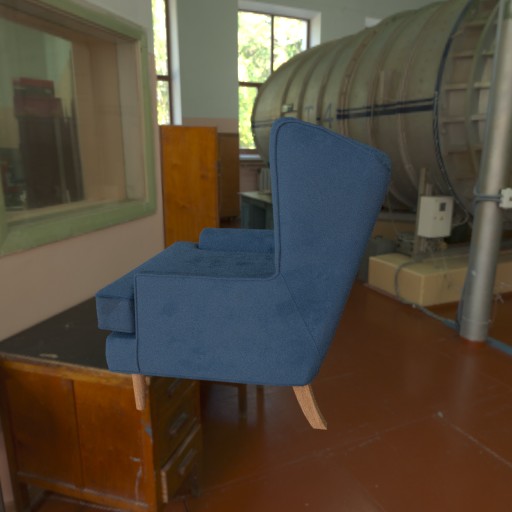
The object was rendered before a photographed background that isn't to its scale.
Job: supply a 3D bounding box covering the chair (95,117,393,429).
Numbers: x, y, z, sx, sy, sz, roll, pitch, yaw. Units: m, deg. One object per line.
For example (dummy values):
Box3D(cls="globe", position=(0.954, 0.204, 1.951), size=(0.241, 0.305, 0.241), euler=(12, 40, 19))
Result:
Box3D(cls="chair", position=(0.000, 0.000, 1.659), size=(0.910, 0.952, 0.793), euler=(2, 14, 9))
